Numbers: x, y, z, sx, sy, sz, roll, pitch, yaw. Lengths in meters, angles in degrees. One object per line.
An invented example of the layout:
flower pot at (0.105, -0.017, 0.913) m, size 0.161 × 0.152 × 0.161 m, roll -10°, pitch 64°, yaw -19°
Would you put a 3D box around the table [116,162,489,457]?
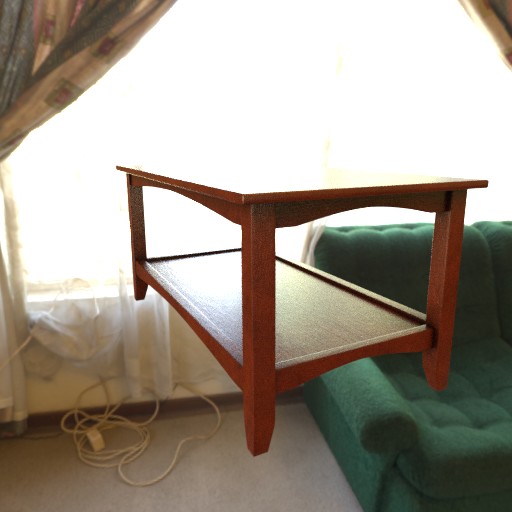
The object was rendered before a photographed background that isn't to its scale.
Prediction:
table at (0.000, 0.000, 1.202) m, size 0.533 × 0.456 × 0.943 m, roll -7°, pitch 16°, yaw -27°
